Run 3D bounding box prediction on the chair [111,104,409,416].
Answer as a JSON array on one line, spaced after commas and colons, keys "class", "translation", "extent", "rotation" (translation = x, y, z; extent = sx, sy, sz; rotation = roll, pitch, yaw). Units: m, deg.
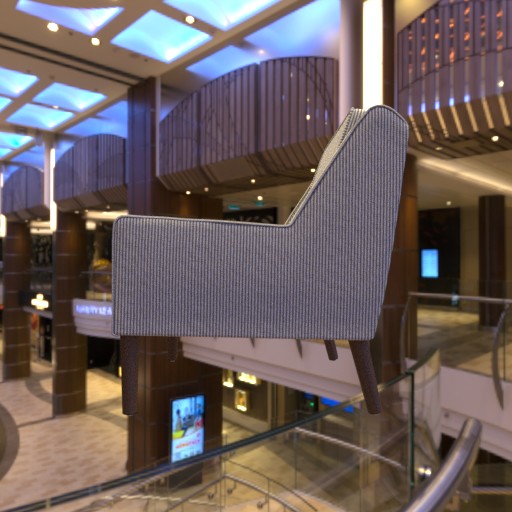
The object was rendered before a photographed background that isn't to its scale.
[{"class": "chair", "translation": [0.000, 0.000, 1.395], "extent": [0.743, 0.792, 0.663], "rotation": [0, 0, 0]}]
